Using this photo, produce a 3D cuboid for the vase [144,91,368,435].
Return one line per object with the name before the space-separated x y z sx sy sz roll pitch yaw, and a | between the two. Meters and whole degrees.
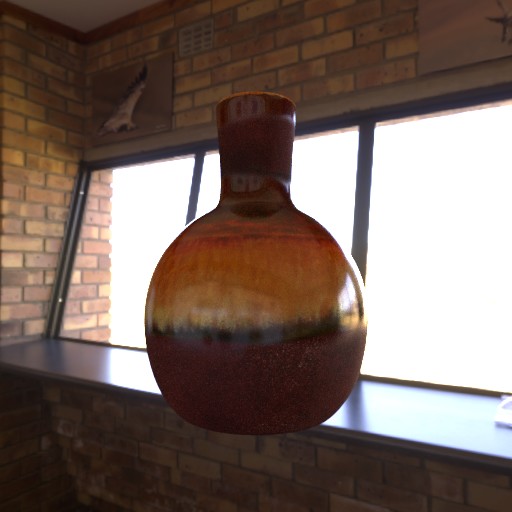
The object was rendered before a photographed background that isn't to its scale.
vase | 0.000 0.000 0.226 0.111 0.154 0.111 0 -2 0
